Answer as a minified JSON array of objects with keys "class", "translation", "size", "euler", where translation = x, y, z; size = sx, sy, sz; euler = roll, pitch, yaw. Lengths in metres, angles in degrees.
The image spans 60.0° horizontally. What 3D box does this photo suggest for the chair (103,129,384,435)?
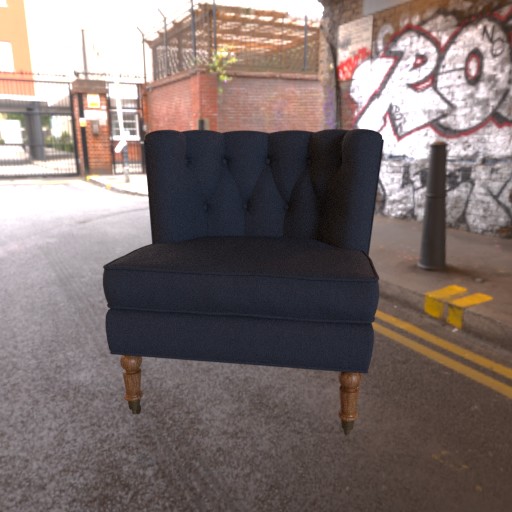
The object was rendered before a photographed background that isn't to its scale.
[{"class":"chair","translation":[0.000,0.000,1.379],"size":[0.740,0.771,0.718],"euler":[2,14,9]}]
